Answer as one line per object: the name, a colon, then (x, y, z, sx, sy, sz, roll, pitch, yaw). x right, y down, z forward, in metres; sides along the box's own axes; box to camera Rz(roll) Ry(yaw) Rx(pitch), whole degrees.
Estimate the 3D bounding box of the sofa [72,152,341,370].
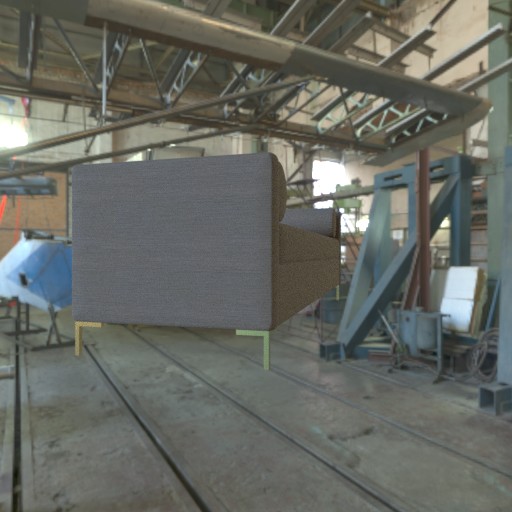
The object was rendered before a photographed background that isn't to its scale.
sofa: (0.000, 0.000, 2.295, 0.686, 0.635, 1.981, 0, 0, 16)
